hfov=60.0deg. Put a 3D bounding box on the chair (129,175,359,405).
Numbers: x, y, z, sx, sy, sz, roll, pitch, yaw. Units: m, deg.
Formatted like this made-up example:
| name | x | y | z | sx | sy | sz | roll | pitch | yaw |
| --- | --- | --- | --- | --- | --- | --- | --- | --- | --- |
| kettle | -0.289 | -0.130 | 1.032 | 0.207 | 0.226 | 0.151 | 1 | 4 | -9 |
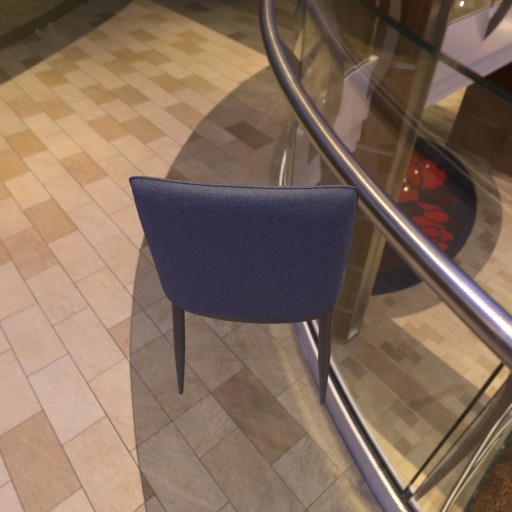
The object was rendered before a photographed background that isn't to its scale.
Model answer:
| name | x | y | z | sx | sy | sz | roll | pitch | yaw |
| --- | --- | --- | --- | --- | --- | --- | --- | --- | --- |
| chair | 0.000 | 0.000 | 1.170 | 0.480 | 0.839 | 0.551 | 3 | 46 | 3 |
